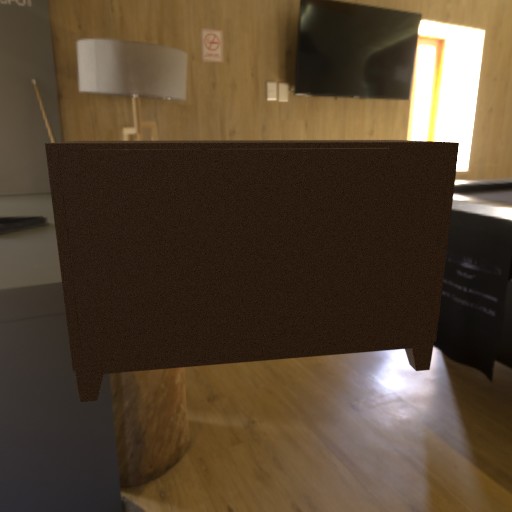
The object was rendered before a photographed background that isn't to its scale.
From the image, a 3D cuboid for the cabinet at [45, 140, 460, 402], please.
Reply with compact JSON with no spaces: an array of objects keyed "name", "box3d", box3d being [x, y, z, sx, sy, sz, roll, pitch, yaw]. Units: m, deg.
[{"name":"cabinet","box3d":[0.000,0.000,1.824,1.396,0.914,0.482,-3,16,-9]}]
